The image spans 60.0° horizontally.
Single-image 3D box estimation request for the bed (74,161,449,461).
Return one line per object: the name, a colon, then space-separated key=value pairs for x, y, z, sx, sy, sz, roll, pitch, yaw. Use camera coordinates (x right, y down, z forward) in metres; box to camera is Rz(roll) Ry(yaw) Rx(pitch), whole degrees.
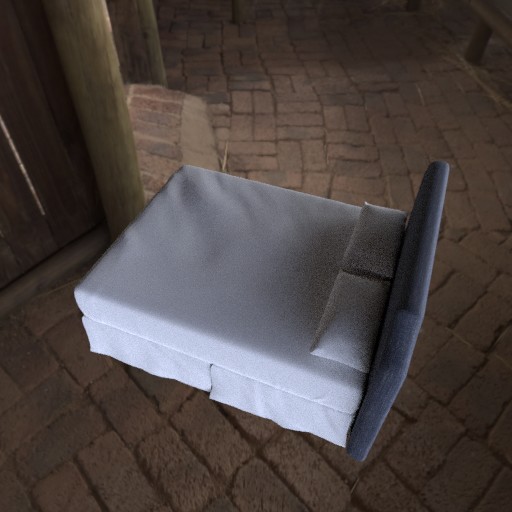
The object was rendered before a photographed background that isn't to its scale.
bed: x=0.000 y=0.000 z=3.090 sx=2.116 sy=1.290 sz=1.693 roll=16 pitch=49 yaw=15
